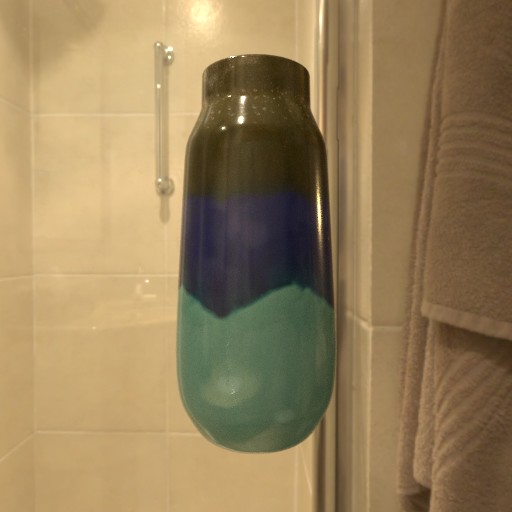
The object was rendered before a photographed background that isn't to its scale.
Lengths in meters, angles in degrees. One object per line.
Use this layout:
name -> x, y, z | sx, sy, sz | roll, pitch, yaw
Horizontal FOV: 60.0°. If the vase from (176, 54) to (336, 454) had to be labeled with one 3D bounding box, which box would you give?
vase -> 0.000, 0.000, 0.387 | 0.139, 0.313, 0.139 | 0, 1, 0
